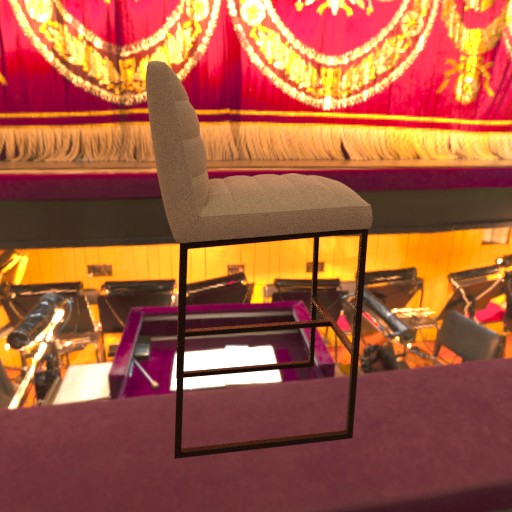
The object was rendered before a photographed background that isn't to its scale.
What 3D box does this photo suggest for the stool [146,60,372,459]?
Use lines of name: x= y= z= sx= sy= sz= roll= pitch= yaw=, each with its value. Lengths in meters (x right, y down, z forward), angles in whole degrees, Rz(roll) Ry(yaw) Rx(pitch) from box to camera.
stool: x=0.000 y=0.000 z=1.368 sx=0.573 sy=1.061 sz=0.464 roll=-3 pitch=17 yaw=-9
